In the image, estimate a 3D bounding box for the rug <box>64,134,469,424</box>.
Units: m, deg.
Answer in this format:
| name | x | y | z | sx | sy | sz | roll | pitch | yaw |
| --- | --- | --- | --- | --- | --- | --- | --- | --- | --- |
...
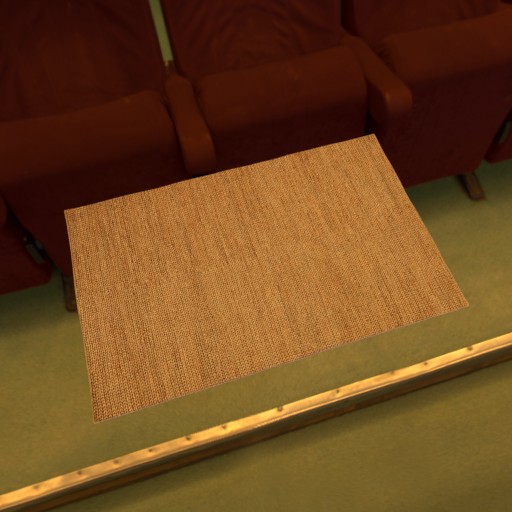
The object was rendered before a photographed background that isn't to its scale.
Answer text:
| name | x | y | z | sx | sy | sz | roll | pitch | yaw |
| --- | --- | --- | --- | --- | --- | --- | --- | --- | --- |
| rug | 0.000 | 0.000 | 3.046 | 2.438 | 0.034 | 1.521 | -16 | 65 | -8 |
